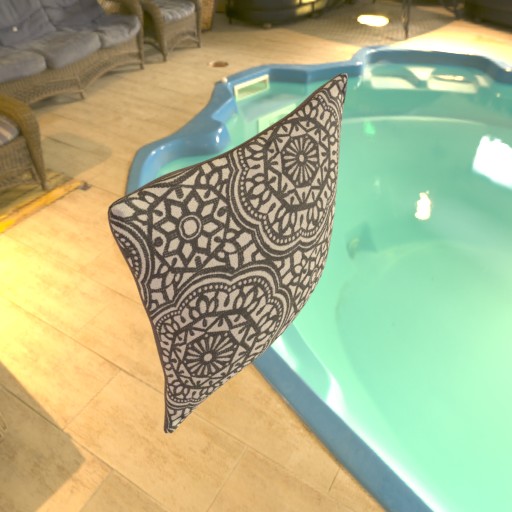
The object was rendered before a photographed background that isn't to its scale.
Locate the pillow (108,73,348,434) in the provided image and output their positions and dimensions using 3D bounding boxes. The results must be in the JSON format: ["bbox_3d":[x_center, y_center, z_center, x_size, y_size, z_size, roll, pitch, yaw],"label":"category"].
[{"bbox_3d":[0.000,0.000,0.654,0.148,0.417,0.436,27,48,27],"label":"pillow"}]
